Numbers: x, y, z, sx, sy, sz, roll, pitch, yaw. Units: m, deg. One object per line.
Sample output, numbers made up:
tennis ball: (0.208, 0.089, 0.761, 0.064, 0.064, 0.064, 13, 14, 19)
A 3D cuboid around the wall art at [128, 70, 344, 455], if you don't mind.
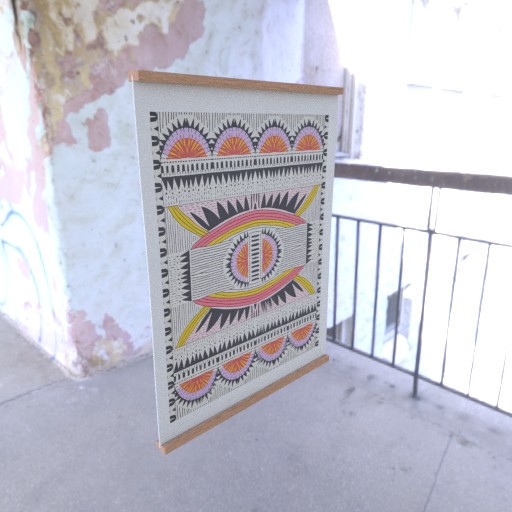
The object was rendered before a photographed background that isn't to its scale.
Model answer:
wall art: (0.000, 0.000, 0.828, 0.456, 0.609, 0.028, -15, 23, -41)
